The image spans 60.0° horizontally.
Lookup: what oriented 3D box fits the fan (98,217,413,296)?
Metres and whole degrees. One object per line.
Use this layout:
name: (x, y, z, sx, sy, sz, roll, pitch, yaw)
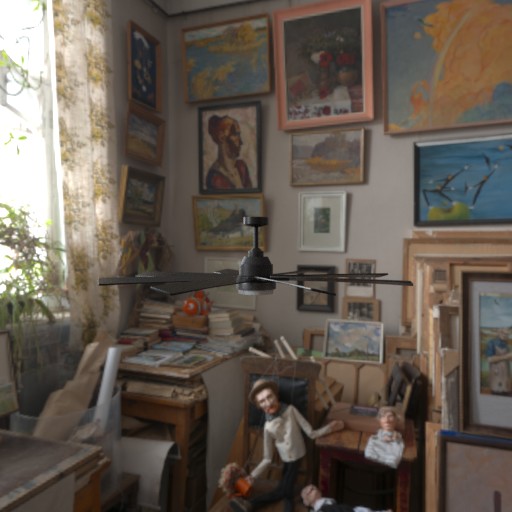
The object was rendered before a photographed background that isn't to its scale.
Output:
fan: (0.000, 0.000, 2.726, 1.830, 0.472, 1.830, 0, 1, -18)
